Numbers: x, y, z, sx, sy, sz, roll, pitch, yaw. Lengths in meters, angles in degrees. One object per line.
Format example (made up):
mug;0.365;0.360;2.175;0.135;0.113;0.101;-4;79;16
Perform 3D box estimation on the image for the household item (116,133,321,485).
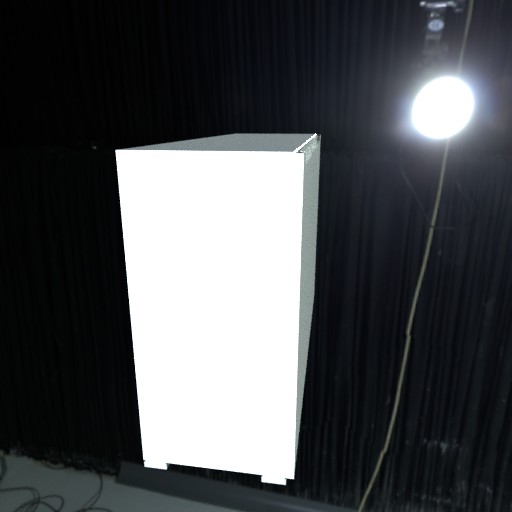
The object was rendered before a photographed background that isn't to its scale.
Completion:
household item;0.000;0.000;1.699;0.420;0.867;1.300;3;17;9
